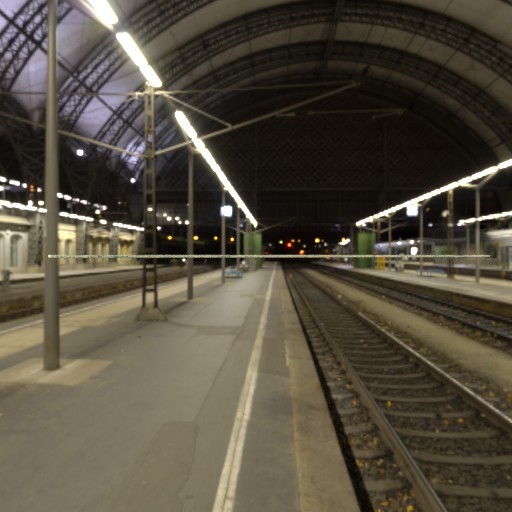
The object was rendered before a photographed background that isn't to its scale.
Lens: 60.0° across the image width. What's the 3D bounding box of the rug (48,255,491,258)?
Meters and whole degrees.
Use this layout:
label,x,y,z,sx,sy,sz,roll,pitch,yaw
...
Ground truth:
label,x,y,z,sx,sy,sz,roll,pitch,yaw
rug,0.000,0.000,2.300,1.820,0.009,1.260,0,0,-18
